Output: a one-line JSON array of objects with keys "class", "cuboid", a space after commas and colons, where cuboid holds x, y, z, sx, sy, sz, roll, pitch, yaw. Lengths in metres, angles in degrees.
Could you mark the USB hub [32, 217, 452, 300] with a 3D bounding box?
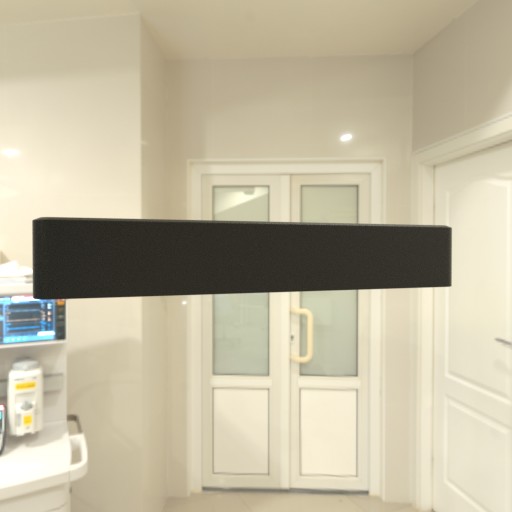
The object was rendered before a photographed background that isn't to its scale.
[{"class": "USB hub", "cuboid": [0.000, 0.000, 0.165, 0.145, 0.023, 0.044, 0, 1, -18]}]
